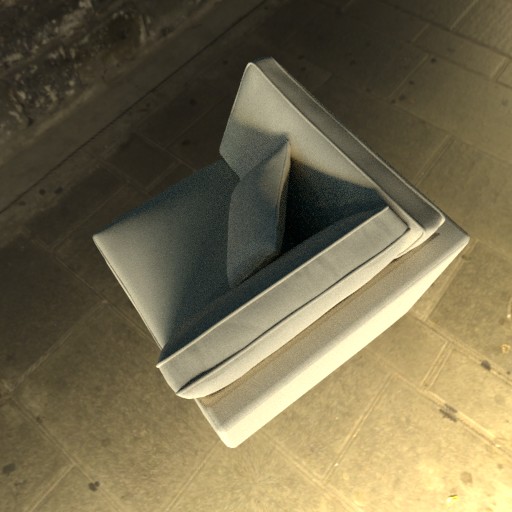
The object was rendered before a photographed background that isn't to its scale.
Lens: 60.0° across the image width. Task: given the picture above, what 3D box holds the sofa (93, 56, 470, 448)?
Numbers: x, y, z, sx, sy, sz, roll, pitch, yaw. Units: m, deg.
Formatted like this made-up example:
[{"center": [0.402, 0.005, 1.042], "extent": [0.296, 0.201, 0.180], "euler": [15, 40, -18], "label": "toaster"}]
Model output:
[{"center": [0.000, 0.000, 1.911], "extent": [1.146, 1.002, 1.084], "euler": [-34, 68, -16], "label": "sofa"}]
